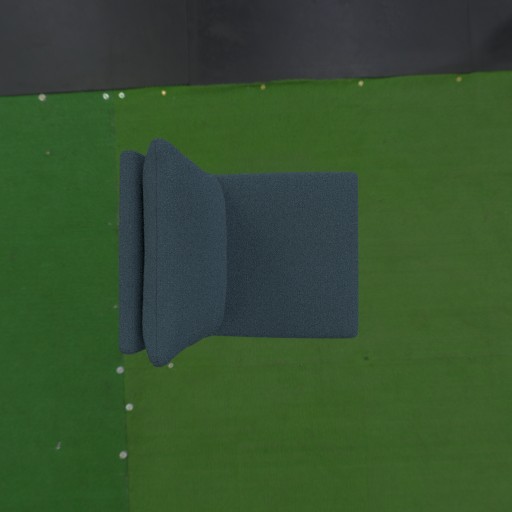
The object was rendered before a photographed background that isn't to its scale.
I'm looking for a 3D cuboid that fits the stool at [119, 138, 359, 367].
[{"bbox_3d":[0.000,0.000,1.403,0.568,1.124,0.463,0,89,0],"label":"stool"}]
